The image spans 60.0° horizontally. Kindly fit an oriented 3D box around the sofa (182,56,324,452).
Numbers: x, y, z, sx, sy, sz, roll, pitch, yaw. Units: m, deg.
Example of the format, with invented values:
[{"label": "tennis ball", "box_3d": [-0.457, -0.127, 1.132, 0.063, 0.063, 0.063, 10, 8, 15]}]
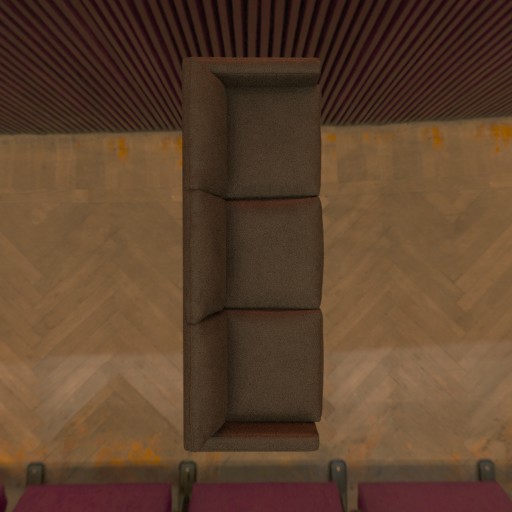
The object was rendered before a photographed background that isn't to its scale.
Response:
[{"label": "sofa", "box_3d": [0.000, 0.000, 2.420, 0.748, 0.805, 2.029, 0, 91, 0]}]
